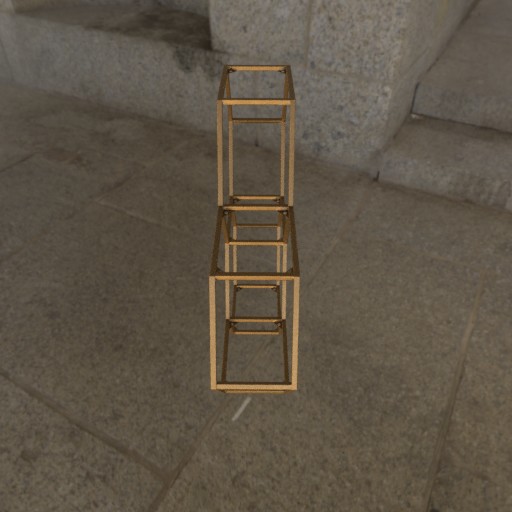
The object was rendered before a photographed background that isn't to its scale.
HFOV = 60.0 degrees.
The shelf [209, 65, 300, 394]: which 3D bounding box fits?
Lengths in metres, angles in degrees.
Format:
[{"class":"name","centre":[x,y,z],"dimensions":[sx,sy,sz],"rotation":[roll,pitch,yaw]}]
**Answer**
[{"class":"shelf","centre":[0.000,0.000,1.037],"dimensions":[0.150,0.701,0.708],"rotation":[0,41,0]}]
